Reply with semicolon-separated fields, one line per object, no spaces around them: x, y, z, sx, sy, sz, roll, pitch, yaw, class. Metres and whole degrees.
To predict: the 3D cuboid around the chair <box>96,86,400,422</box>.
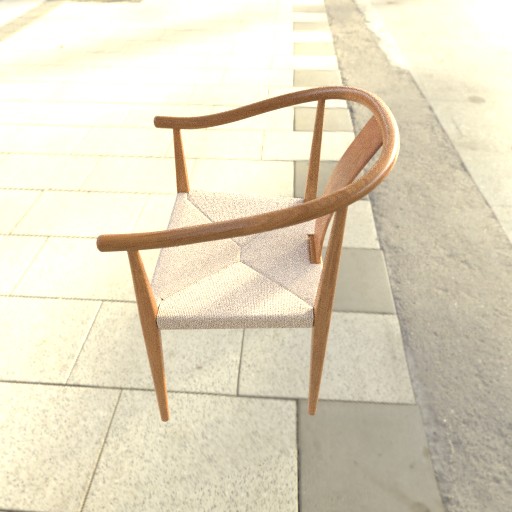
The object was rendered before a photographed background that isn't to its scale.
0.000;0.000;1.188;0.579;0.800;0.556;1;41;1;chair
